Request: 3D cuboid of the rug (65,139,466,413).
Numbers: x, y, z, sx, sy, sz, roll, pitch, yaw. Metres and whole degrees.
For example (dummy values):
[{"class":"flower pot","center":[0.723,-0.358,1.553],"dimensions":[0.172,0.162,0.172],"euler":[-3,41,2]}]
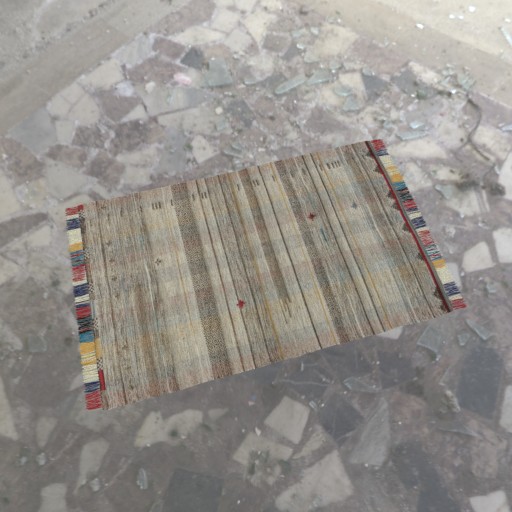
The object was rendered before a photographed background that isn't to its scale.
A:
[{"class":"rug","center":[0.000,0.000,3.019],"dimensions":[2.465,0.012,1.465],"euler":[-14,66,-6]}]
